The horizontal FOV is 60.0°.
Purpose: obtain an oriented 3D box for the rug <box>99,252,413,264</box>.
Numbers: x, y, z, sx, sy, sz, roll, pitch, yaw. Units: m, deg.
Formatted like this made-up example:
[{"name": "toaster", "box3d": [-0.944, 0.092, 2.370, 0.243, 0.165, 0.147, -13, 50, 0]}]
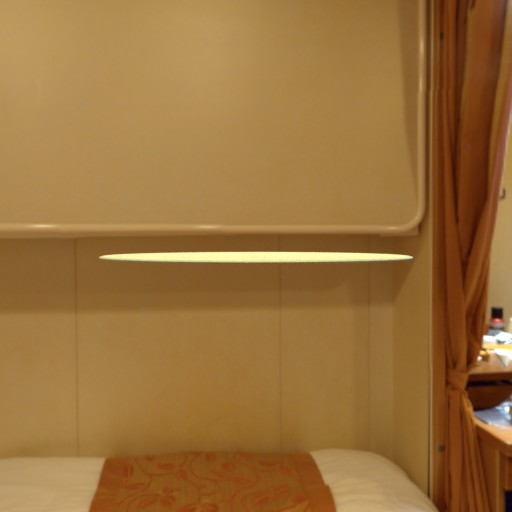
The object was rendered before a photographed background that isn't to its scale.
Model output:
[{"name": "rug", "box3d": [0.000, 0.000, 2.383, 1.593, 0.012, 1.593, 0, 2, 0]}]
